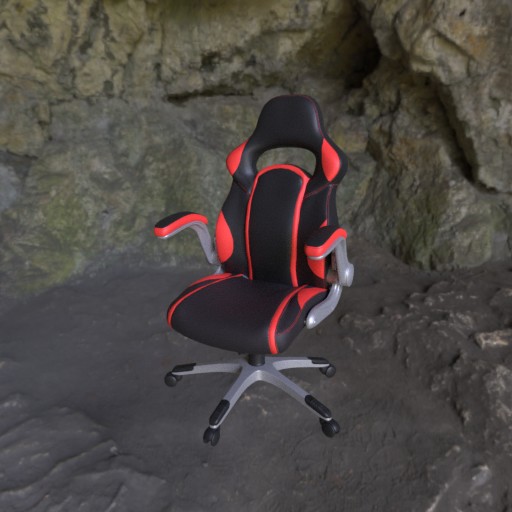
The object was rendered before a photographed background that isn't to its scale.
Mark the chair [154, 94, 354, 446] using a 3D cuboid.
[{"bbox_3d":[0.000,0.000,1.637,0.758,1.165,0.712,8,18,26],"label":"chair"}]
